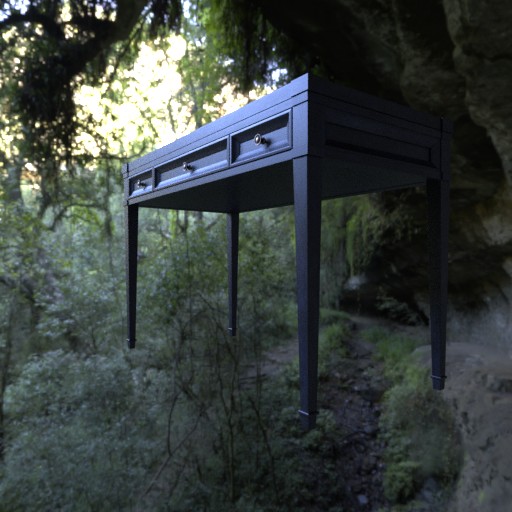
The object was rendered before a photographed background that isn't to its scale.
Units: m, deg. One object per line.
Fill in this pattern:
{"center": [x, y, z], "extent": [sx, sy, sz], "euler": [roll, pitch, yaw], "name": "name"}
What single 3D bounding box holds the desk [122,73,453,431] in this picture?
{"center": [0.000, 0.000, 1.755], "extent": [0.630, 0.861, 1.289], "euler": [0, -1, -36], "name": "desk"}
